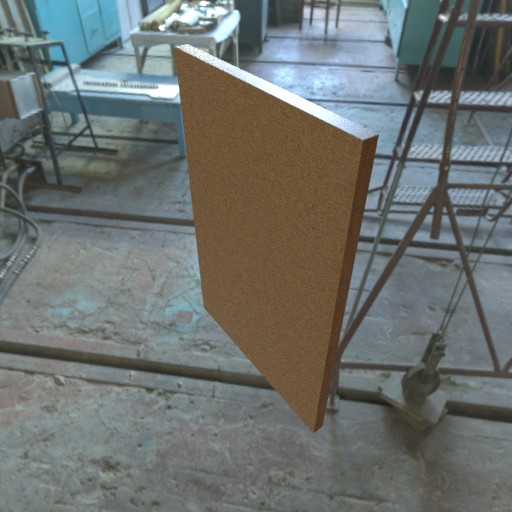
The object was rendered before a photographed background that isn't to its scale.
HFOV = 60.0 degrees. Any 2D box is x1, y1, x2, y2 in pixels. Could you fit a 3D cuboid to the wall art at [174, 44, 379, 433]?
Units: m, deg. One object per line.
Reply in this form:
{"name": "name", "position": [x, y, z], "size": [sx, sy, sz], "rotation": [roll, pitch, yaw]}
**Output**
{"name": "wall art", "position": [0.000, 0.000, 1.178], "size": [0.037, 0.914, 0.610], "rotation": [-26, 47, -27]}
